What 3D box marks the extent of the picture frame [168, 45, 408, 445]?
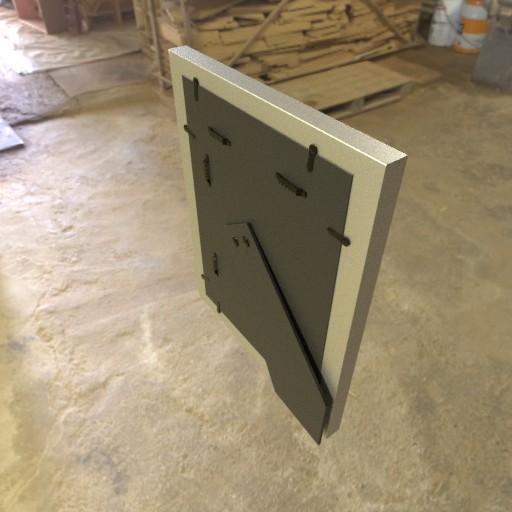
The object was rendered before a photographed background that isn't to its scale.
[{"bbox_3d":[0.000,0.000,0.518,0.036,0.386,0.307,-26,48,-26],"label":"picture frame"}]
